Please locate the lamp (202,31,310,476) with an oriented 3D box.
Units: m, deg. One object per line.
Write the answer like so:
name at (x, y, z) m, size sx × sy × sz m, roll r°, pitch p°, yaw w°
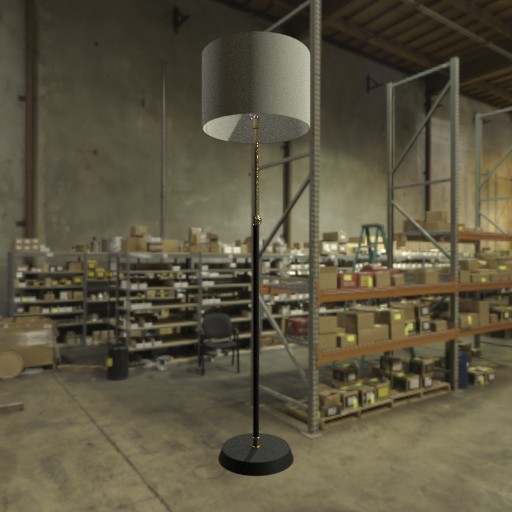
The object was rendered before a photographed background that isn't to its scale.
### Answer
lamp at (0.000, 0.000, 1.668) m, size 0.404 × 1.517 × 0.404 m, roll 0°, pitch 0°, yaw -35°
